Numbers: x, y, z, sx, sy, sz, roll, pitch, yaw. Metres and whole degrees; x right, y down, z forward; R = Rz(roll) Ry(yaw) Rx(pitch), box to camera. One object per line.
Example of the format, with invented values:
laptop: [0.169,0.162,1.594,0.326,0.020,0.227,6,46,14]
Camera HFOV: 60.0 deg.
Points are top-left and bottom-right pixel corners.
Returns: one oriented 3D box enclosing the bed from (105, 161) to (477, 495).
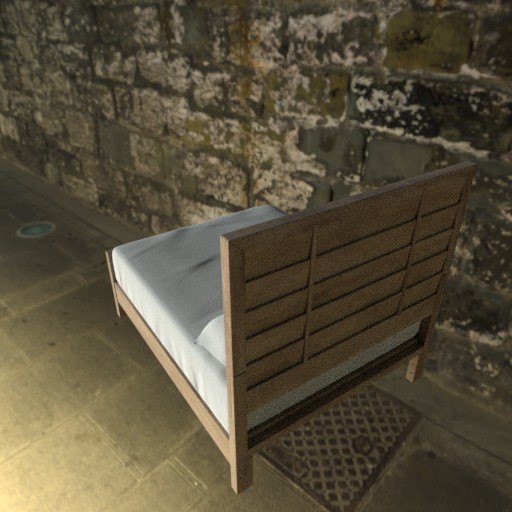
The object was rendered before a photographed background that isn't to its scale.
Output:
bed: [0.000,0.000,3.202,1.615,1.631,2.017,-19,35,-29]
